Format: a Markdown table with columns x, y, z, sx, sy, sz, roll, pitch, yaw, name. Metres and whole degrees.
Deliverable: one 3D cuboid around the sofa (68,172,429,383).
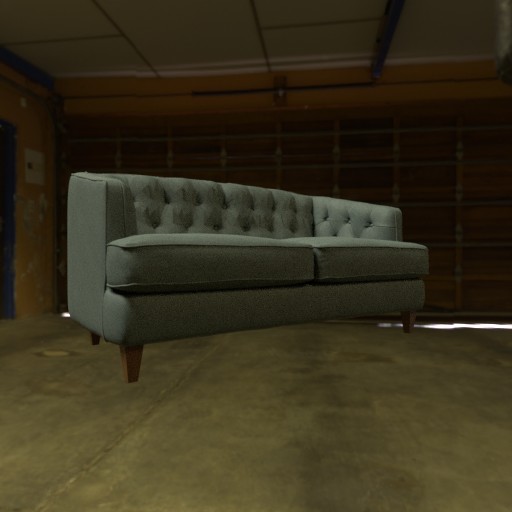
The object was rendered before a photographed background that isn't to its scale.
| x | y | z | sx | sy | sz | roll | pitch | yaw | name |
| --- | --- | --- | --- | --- | --- | --- | --- | --- | --- |
| 0.000 | 0.000 | 2.276 | 1.733 | 0.855 | 0.941 | 0 | 0 | -36 | sofa |
